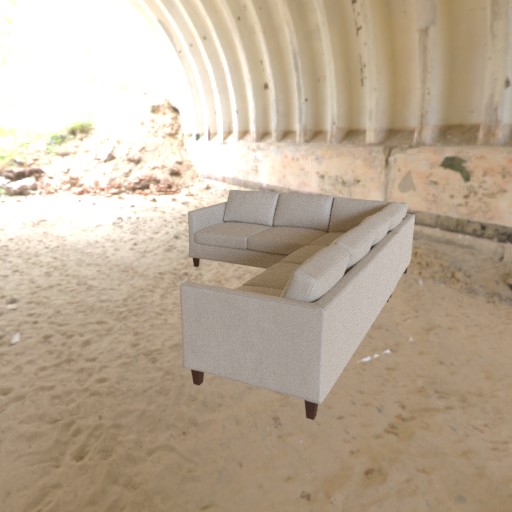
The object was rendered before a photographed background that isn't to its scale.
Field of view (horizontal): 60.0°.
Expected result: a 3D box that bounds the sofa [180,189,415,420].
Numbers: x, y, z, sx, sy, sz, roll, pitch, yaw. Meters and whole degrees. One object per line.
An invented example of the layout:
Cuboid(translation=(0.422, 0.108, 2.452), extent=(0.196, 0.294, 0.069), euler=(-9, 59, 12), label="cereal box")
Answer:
Cuboid(translation=(0.000, 0.000, 4.224), extent=(2.432, 0.863, 3.182), euler=(8, 17, 26), label="sofa")
